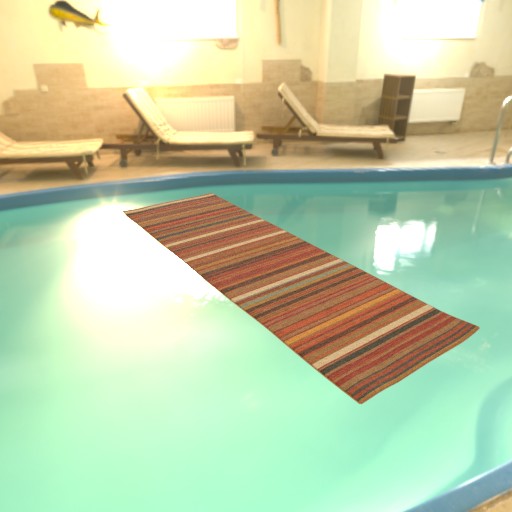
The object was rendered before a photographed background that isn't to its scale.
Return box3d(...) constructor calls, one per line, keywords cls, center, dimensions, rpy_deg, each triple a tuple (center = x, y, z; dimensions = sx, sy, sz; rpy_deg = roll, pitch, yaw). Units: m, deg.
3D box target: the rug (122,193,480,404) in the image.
box3d(cls="rug", center=(0.000, 0.000, 2.720), dimensions=(0.799, 0.030, 2.444), rpy_deg=(-18, 32, -31))
